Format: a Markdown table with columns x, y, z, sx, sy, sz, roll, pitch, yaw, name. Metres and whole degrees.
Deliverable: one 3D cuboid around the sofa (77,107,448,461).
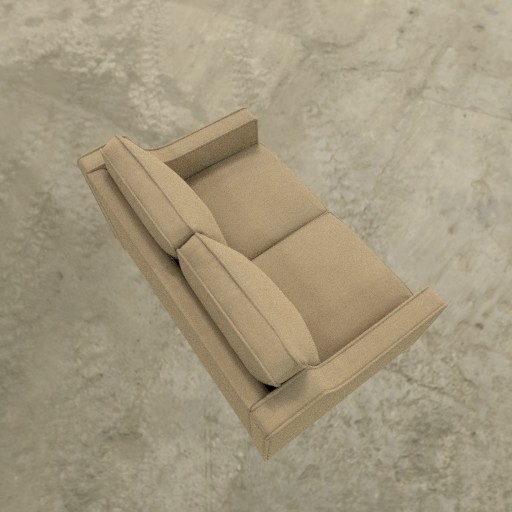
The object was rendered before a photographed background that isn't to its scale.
| x | y | z | sx | sy | sz | roll | pitch | yaw | name |
| --- | --- | --- | --- | --- | --- | --- | --- | --- | --- |
| 0.000 | 0.000 | 2.177 | 0.987 | 0.971 | 1.501 | -32 | 64 | -17 | sofa |
